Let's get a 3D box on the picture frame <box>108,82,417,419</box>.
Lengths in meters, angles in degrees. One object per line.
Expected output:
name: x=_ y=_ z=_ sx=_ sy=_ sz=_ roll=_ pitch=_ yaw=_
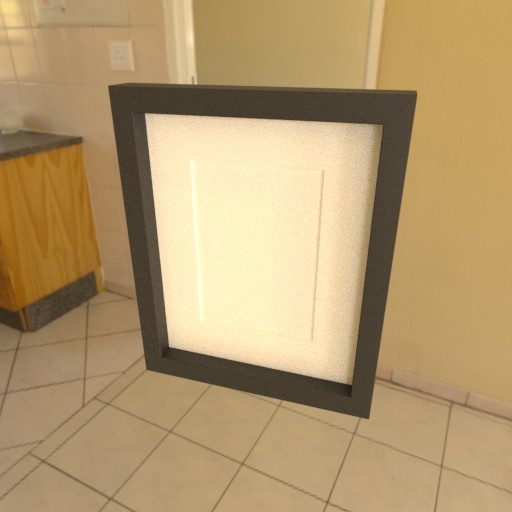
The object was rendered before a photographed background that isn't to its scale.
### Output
picture frame: x=0.000 y=0.000 z=0.398 sx=0.232 sy=0.284 sz=0.042 roll=8 pitch=27 yaw=16
